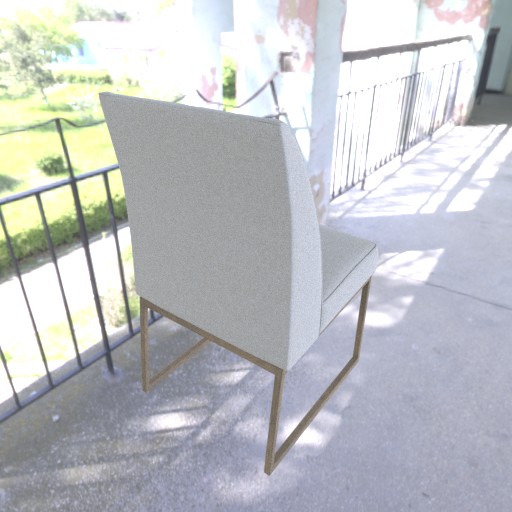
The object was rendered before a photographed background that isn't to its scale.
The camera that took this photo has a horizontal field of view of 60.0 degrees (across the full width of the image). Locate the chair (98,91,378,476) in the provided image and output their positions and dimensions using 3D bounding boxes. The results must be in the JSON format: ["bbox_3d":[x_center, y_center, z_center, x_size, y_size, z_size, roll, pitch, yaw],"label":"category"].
[{"bbox_3d":[0.000,0.000,1.195,0.508,0.863,0.522,20,35,31],"label":"chair"}]
